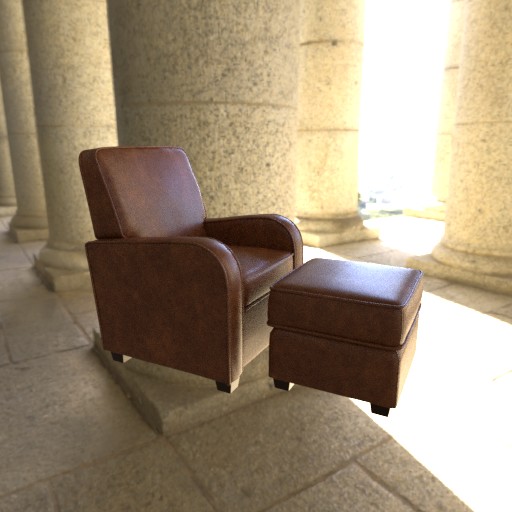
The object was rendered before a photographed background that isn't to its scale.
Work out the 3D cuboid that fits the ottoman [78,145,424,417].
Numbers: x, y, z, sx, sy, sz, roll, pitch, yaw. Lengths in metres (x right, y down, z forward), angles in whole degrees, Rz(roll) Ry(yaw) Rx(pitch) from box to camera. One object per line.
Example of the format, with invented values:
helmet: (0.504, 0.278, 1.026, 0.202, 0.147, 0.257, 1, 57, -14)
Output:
ottoman: (0.000, 0.000, 1.873, 1.314, 0.904, 0.732, 7, 16, 26)
